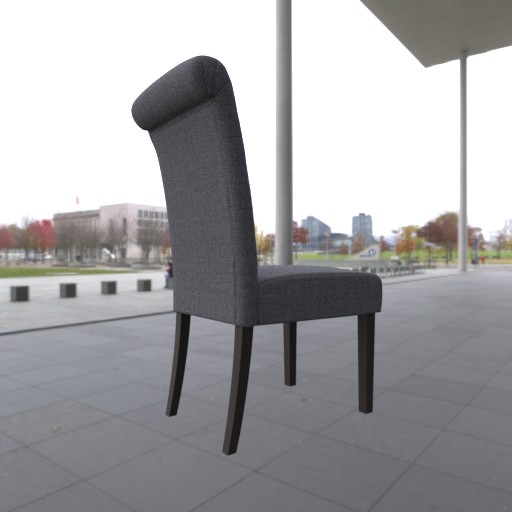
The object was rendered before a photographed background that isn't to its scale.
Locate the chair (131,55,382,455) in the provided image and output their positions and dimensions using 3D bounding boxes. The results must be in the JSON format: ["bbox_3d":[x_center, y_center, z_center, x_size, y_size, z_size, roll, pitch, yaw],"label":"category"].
[{"bbox_3d":[0.000,0.000,1.395,0.671,1.006,0.456,0,0,-37],"label":"chair"}]
